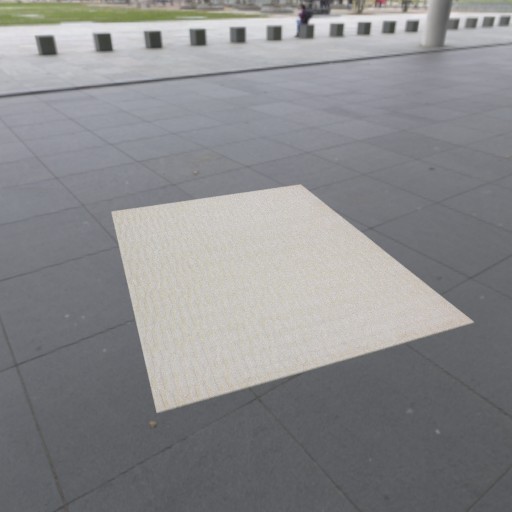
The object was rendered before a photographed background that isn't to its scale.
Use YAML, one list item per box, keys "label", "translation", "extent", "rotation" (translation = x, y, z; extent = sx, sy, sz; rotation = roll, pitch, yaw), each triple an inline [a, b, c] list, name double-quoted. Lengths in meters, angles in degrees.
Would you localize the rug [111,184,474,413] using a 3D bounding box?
- label: "rug"
  translation: [0.000, 0.000, 4.236]
  extent: [2.410, 0.021, 3.055]
  rotation: [-11, 32, -18]
